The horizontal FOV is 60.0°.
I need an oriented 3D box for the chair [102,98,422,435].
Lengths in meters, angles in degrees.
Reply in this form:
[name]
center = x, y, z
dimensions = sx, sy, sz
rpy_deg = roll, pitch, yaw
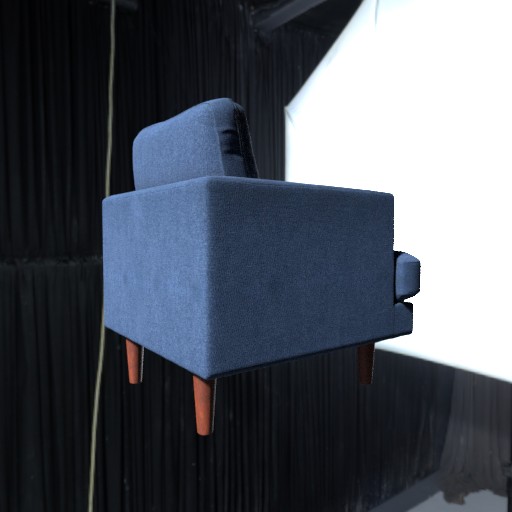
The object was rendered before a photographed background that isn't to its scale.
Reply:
[chair]
center = 0.000, 0.000, 1.675
dimensions = 0.899, 0.957, 0.858
rpy_deg = -2, 4, -36
